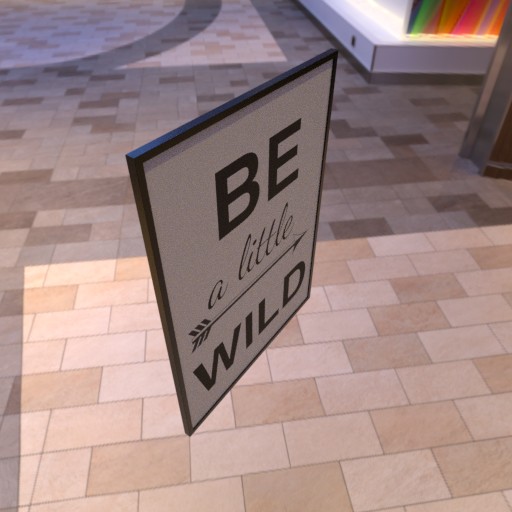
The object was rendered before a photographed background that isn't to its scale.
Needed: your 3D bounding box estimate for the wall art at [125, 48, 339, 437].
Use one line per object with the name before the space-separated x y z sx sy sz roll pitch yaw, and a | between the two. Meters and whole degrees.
wall art | 0.000 0.000 0.779 0.013 0.582 0.442 25 47 26
